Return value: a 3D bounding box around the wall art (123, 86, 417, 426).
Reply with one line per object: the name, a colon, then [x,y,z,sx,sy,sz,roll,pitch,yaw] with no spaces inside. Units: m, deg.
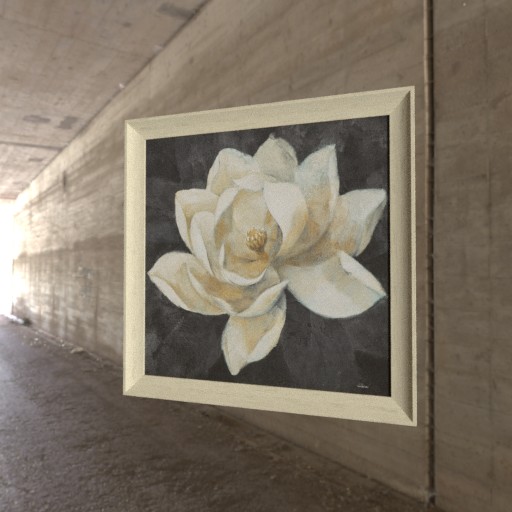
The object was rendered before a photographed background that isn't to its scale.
wall art: [0.000,0.000,1.501,1.016,1.016,0.045,0,-1,18]
